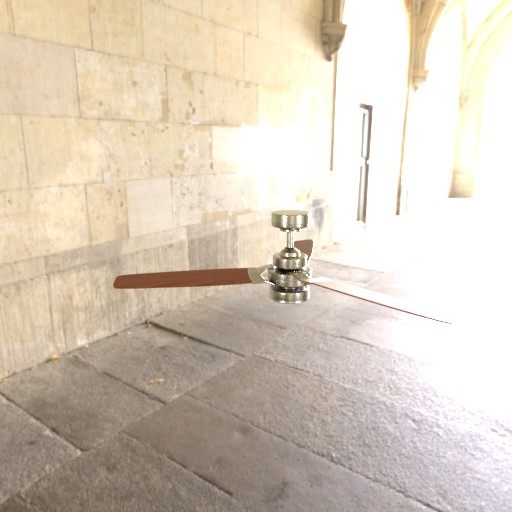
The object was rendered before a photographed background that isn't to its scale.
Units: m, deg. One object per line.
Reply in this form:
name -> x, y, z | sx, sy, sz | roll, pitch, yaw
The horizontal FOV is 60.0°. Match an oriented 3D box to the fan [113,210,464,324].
fan -> 0.000, 0.000, 2.055 | 1.271, 0.410, 1.416 | -2, 14, -8
